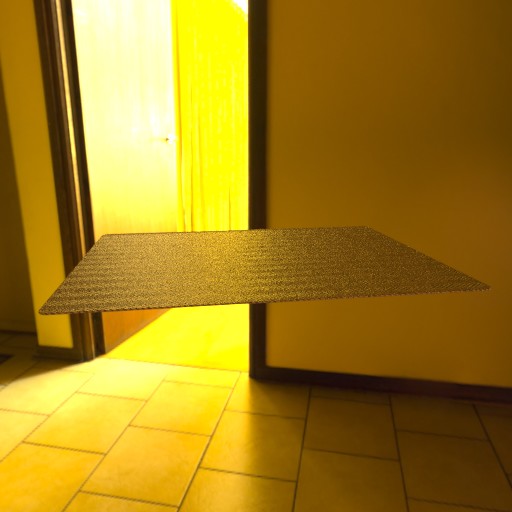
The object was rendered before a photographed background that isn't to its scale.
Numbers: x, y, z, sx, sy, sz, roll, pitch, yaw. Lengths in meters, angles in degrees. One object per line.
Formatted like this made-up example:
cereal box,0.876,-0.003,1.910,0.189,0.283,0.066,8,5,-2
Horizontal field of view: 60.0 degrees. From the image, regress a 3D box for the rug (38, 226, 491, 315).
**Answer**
rug,0.000,0.000,4.208,3.207,0.014,2.439,-2,15,-9
